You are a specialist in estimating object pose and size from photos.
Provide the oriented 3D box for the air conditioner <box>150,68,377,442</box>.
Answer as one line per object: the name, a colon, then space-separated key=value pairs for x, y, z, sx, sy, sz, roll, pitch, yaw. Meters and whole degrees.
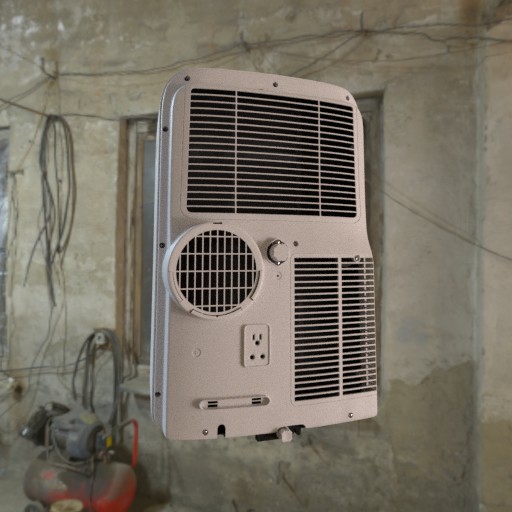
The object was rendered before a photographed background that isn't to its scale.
air conditioner: x=0.000 y=0.000 z=0.964 sx=0.454 sy=0.700 sz=0.365 roll=0 pitch=0 yaw=-18
